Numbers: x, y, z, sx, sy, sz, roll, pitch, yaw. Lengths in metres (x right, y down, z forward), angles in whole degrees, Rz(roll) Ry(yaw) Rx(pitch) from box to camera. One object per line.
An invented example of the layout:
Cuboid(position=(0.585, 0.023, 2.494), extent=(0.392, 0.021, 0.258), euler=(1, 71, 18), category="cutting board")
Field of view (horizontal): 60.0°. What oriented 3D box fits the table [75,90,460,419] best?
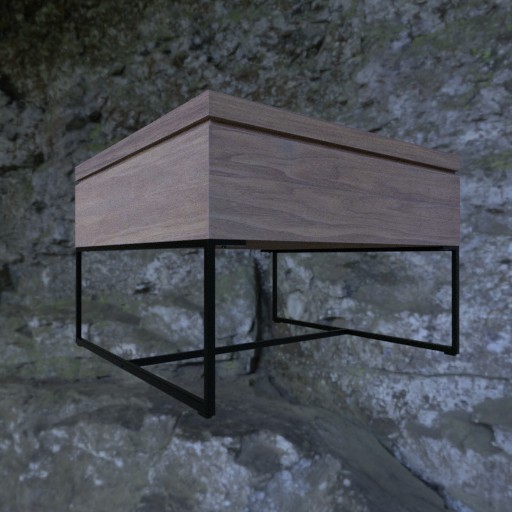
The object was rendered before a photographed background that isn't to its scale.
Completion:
Cuboid(position=(0.000, 0.000, 1.093), extent=(0.679, 0.464, 0.676), euler=(0, 0, -37), category="table")
